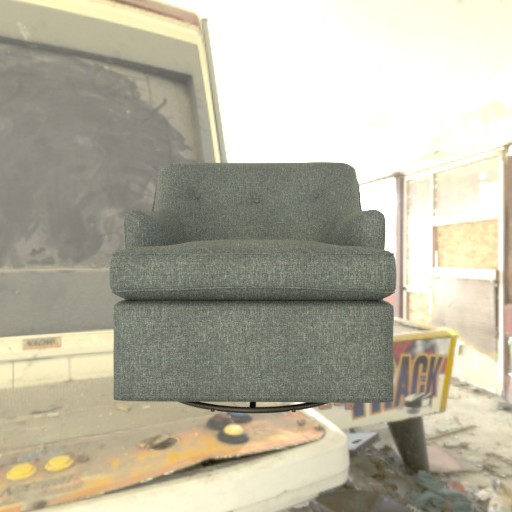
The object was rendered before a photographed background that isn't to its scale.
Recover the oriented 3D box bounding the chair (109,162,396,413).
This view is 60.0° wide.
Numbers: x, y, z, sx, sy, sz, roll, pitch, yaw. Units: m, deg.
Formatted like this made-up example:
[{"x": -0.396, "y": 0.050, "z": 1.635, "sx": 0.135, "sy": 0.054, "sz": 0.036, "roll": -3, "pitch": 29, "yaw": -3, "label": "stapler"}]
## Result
[{"x": 0.000, "y": 0.000, "z": 1.618, "sx": 0.864, "sy": 0.856, "sz": 0.923, "roll": 0, "pitch": 0, "yaw": 1, "label": "chair"}]
